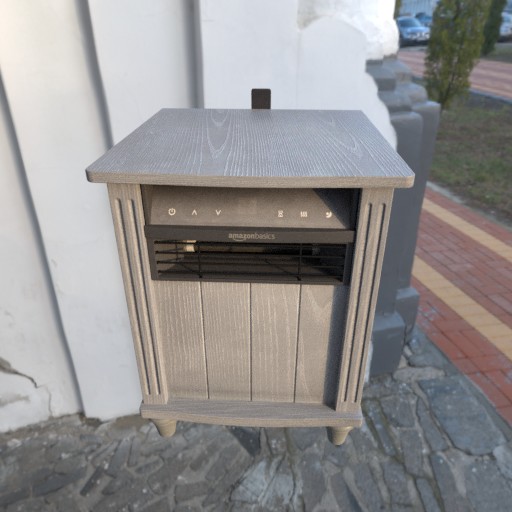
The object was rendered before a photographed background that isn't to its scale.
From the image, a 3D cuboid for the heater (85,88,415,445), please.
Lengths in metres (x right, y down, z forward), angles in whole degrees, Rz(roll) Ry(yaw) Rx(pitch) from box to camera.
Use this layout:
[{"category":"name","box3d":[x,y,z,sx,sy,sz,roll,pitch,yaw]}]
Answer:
[{"category":"heater","box3d":[0.000,0.000,0.744,0.362,0.481,0.400,1,29,3]}]
